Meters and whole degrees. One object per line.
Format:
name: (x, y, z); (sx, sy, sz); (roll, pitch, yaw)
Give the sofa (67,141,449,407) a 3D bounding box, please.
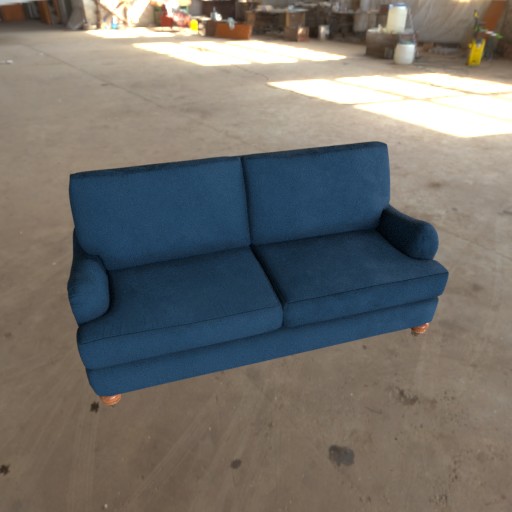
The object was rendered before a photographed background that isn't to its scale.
sofa: (0.000, 0.000, 2.760); (2.141, 1.101, 1.084); (-9, 33, -14)
